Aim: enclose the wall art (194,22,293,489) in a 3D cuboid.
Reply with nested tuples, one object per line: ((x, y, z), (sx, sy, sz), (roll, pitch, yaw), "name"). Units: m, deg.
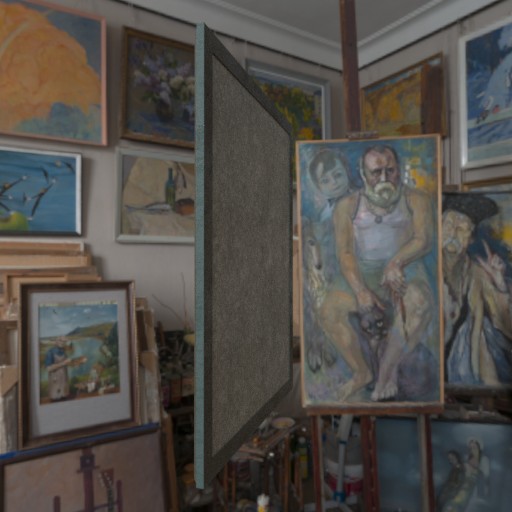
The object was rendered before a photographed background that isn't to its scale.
((0.000, 0.000, 1.301), (0.030, 0.983, 0.767), (0, 0, 19), "wall art")
